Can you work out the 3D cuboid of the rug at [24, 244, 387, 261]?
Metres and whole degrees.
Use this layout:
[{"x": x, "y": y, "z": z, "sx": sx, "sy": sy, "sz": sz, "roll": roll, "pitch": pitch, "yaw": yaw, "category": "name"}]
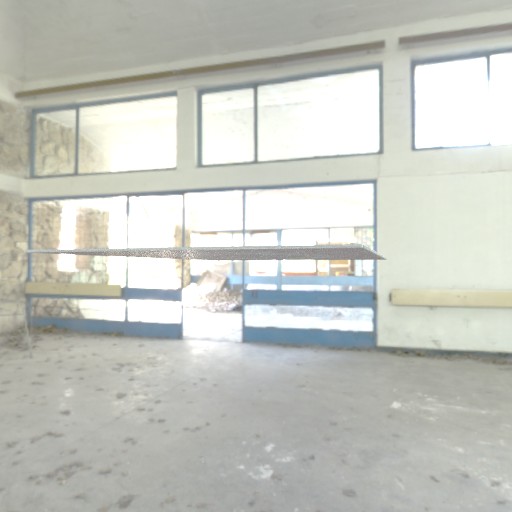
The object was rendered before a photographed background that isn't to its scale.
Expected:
[{"x": 0.000, "y": 0.000, "z": 2.259, "sx": 1.217, "sy": 0.011, "sz": 1.747, "roll": -1, "pitch": -2, "yaw": 18, "category": "rug"}]
